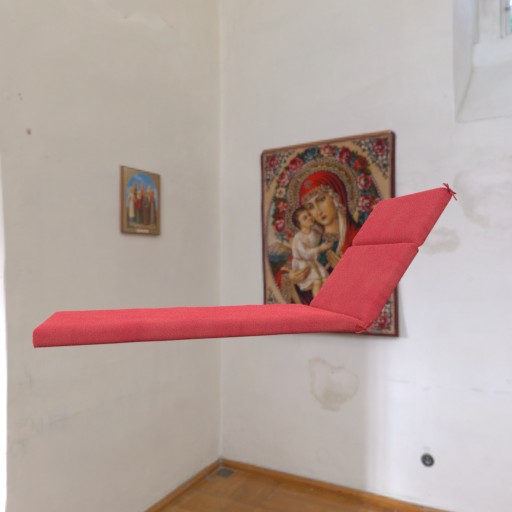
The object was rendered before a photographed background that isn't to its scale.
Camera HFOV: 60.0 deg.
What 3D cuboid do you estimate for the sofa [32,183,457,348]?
[{"bbox_3d":[0.000,0.000,1.906,1.663,0.622,0.582,0,0,-17],"label":"sofa"}]
